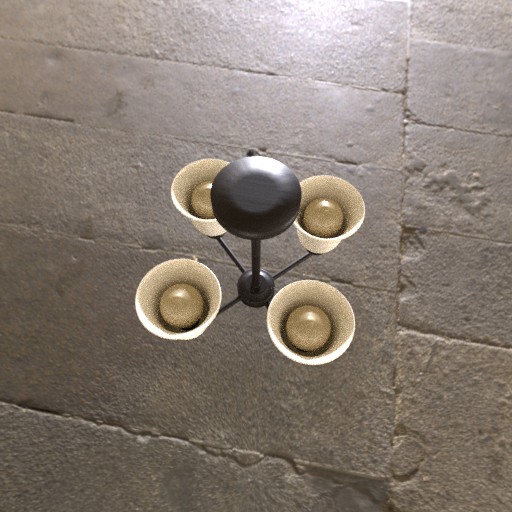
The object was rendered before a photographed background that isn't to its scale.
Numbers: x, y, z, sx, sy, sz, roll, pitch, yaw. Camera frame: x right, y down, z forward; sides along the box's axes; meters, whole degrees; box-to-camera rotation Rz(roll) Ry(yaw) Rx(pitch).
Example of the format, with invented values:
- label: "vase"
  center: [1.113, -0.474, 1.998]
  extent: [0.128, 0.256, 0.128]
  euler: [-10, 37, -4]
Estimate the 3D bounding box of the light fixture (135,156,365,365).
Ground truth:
- label: "light fixture"
  center: [0.000, 0.000, 1.869]
  extent: [1.069, 0.925, 1.069]
  euler: [-32, 67, -15]
